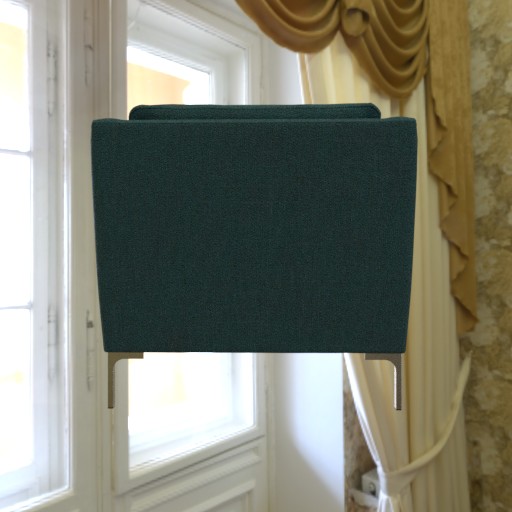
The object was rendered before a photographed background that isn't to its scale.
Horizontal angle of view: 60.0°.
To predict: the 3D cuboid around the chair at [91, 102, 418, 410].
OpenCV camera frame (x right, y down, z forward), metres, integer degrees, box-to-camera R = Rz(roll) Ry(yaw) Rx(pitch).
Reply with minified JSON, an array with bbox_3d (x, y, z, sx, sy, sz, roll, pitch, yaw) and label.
[{"bbox_3d":[0.000,0.000,1.519,0.847,0.828,0.849,0,0,1],"label":"chair"}]
